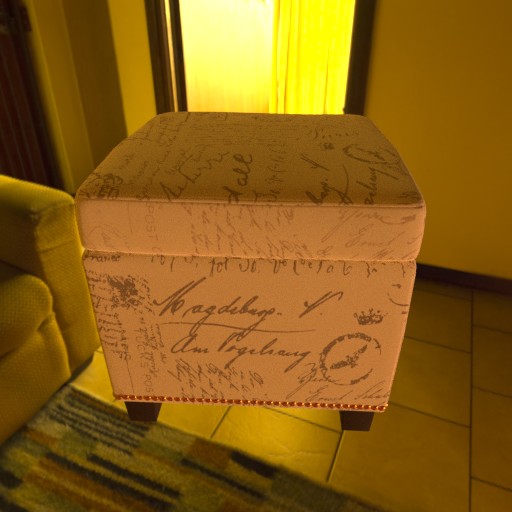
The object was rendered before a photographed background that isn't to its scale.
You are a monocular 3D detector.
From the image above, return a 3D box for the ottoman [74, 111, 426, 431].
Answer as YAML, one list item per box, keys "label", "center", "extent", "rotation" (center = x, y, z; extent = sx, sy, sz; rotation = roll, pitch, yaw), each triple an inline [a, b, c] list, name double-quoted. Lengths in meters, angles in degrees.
- label: "ottoman"
  center: [0.000, 0.000, 0.820]
  extent: [0.450, 0.457, 0.449]
  rotation: [2, 30, 3]
